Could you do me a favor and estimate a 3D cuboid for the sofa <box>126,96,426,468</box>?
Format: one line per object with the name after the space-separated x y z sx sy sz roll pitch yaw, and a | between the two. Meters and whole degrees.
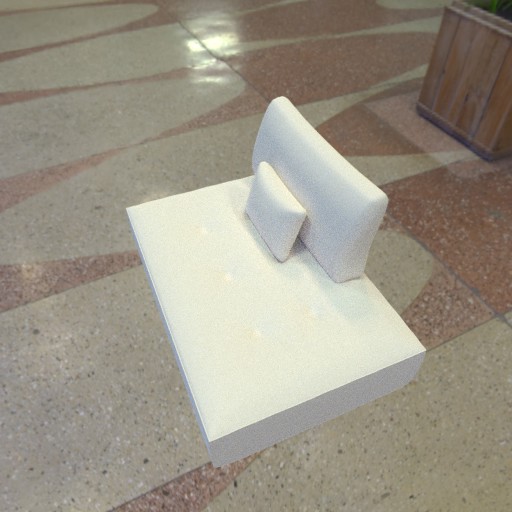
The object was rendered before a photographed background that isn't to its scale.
0.000 0.000 2.141 1.000 0.820 1.450 -17 48 -16 | sofa
